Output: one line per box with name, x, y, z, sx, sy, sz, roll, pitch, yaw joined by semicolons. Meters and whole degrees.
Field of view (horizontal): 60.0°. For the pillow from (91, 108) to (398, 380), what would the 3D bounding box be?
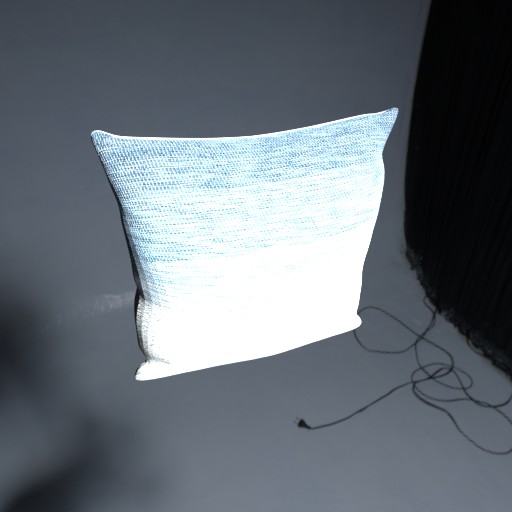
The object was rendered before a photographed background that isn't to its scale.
pillow;0.000;0.000;0.705;0.440;0.441;0.182;-10;35;-15
